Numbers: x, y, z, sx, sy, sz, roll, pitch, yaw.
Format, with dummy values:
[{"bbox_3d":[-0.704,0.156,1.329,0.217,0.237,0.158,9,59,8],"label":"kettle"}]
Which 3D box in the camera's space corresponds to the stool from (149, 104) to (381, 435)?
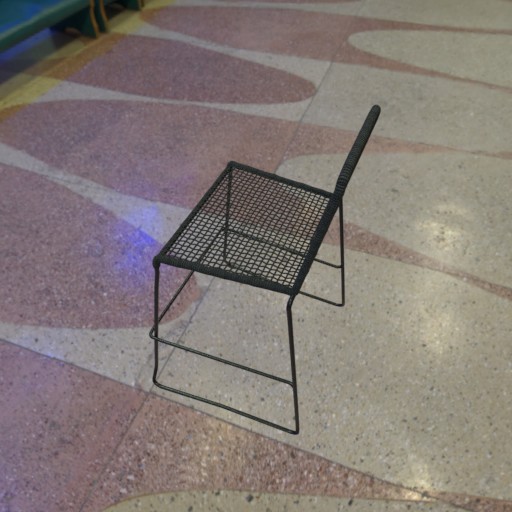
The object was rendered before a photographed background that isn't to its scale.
[{"bbox_3d":[0.000,0.000,1.270,0.509,0.905,0.590,17,50,15],"label":"stool"}]
